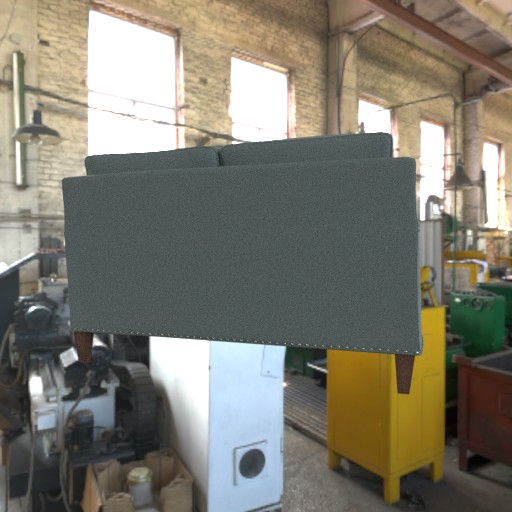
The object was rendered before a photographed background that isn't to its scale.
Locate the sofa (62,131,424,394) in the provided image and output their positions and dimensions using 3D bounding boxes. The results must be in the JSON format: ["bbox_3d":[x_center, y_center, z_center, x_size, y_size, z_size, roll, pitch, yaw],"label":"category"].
[{"bbox_3d":[0.000,0.000,2.266,1.597,1.003,1.084,0,1,18],"label":"sofa"}]
